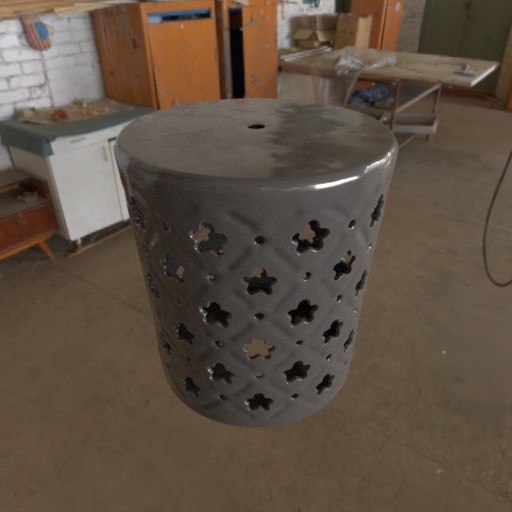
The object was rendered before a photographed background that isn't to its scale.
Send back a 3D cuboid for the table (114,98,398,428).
[{"bbox_3d":[0.000,0.000,0.662,0.352,0.387,0.352,0,32,0],"label":"table"}]
